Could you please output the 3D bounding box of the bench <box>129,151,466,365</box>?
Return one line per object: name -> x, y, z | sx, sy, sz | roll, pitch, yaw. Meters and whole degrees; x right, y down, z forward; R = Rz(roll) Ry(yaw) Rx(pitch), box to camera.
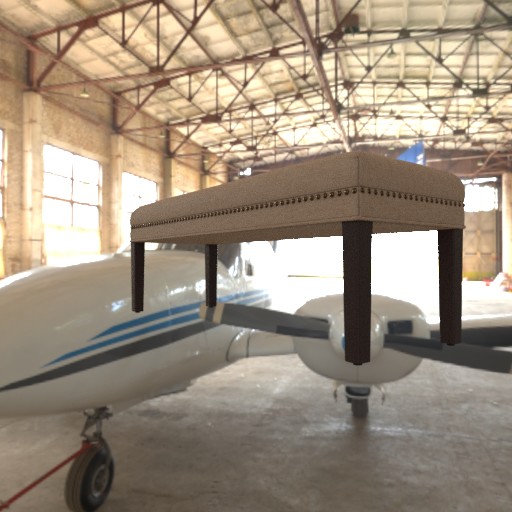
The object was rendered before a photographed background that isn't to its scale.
bench -> 0.000, 0.000, 1.473 | 0.410, 0.457, 1.219 | 1, -1, -37
